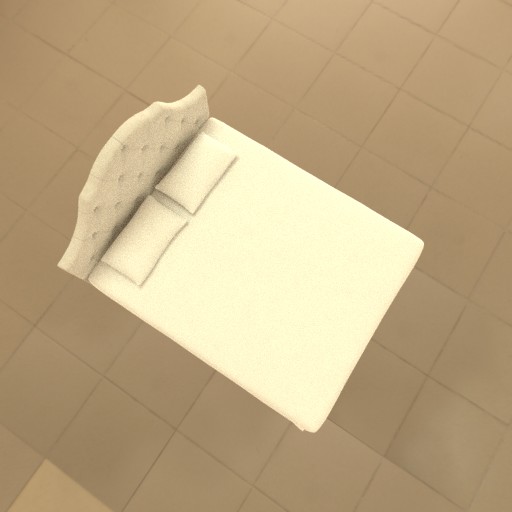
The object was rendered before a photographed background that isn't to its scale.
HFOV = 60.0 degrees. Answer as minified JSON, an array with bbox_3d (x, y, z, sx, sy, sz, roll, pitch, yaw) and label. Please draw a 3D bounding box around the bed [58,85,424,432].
[{"bbox_3d":[0.000,0.000,3.780,2.477,1.617,2.039,32,78,8],"label":"bed"}]
